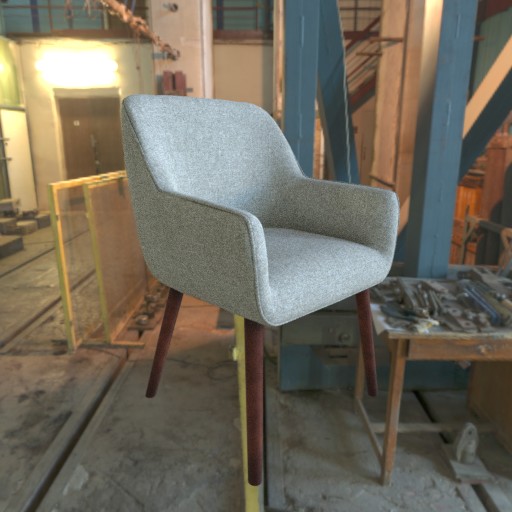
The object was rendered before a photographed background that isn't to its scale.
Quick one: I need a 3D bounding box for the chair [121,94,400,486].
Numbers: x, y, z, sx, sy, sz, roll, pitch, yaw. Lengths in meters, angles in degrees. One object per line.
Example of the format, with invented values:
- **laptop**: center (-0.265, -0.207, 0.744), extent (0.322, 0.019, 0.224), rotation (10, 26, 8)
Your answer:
- **chair**: center (0.000, 0.000, 1.146), extent (0.543, 0.803, 0.519), rotation (-14, 20, -43)
